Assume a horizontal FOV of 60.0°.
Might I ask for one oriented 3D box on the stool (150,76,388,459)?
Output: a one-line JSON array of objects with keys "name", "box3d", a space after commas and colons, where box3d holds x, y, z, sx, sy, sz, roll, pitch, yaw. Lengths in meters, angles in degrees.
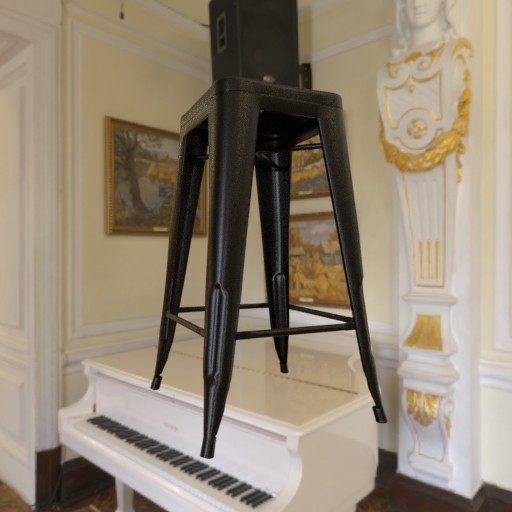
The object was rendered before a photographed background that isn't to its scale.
[{"name": "stool", "box3d": [0.000, 0.000, 0.911, 0.423, 0.609, 0.455, 0, 0, -36]}]
